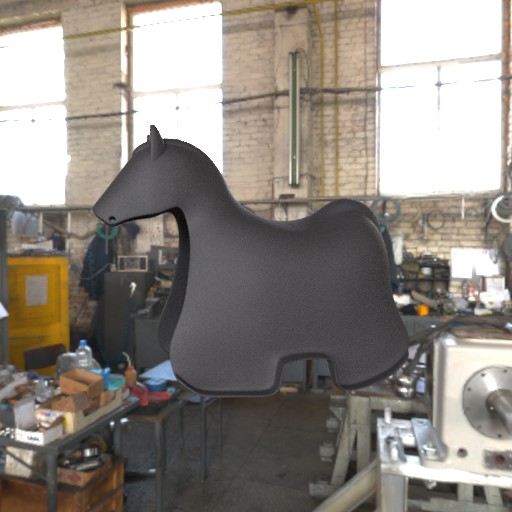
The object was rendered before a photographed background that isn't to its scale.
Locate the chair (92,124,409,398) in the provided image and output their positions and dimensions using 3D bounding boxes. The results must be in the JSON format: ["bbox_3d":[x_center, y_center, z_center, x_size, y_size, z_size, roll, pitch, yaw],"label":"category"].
[{"bbox_3d":[0.000,0.000,1.154,0.800,0.612,0.429,0,1,-18],"label":"chair"}]
